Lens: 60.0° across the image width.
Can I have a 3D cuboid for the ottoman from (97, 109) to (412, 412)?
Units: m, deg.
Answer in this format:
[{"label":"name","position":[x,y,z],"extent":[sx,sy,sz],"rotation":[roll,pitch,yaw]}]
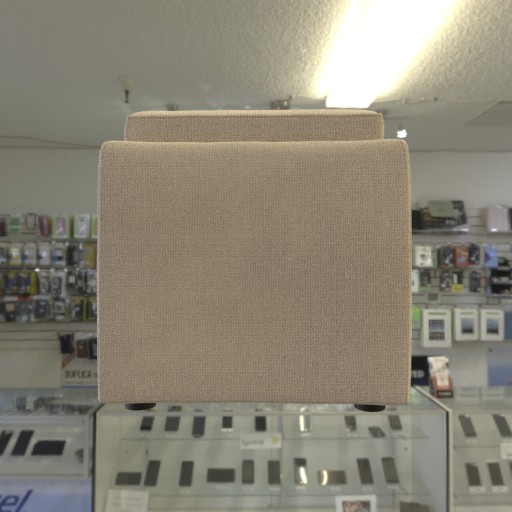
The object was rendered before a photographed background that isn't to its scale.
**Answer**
[{"label":"ottoman","position":[0.000,0.000,0.832],"extent":[0.451,0.460,0.450],"rotation":[0,-2,1]}]
